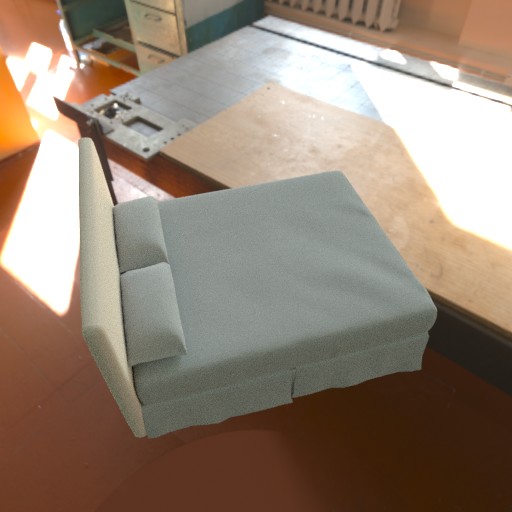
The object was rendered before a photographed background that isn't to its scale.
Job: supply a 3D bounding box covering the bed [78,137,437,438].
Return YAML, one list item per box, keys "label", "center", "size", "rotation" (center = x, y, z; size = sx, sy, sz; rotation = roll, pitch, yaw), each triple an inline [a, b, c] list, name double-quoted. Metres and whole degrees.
- label: "bed"
  center: [0.000, 0.000, 3.206]
  size: [2.142, 1.330, 1.748]
  rotation: [-12, 48, -11]
